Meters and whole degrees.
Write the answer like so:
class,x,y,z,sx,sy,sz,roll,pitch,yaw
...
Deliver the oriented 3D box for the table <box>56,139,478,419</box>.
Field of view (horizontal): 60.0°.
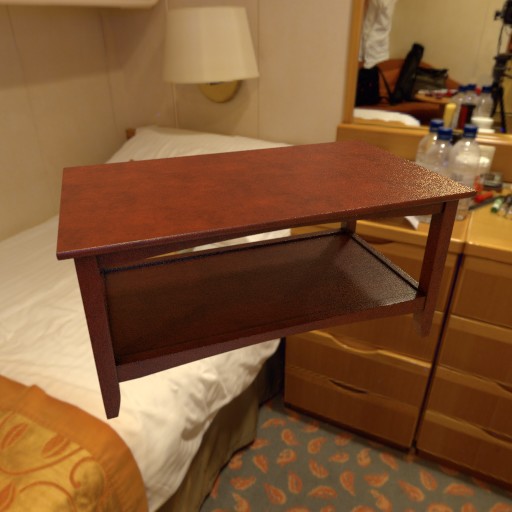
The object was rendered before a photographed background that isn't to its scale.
class,x,y,z,sx,sy,sz,roll,pitch,yaw
table,0.000,0.000,1.251,0.943,0.456,0.533,-10,30,-17
